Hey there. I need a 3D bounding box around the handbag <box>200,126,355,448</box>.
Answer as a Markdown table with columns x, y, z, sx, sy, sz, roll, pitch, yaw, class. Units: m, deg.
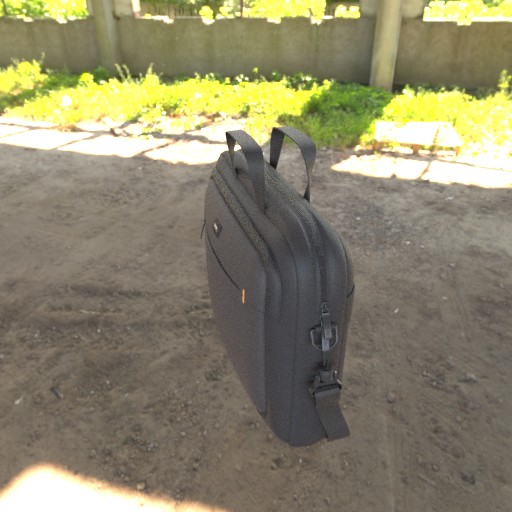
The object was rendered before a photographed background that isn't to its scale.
| x | y | z | sx | sy | sz | roll | pitch | yaw | class |
| --- | --- | --- | --- | --- | --- | --- | --- | --- | --- |
| 0.000 | 0.000 | 0.597 | 0.126 | 0.330 | 0.429 | -8 | 31 | -14 | handbag |
